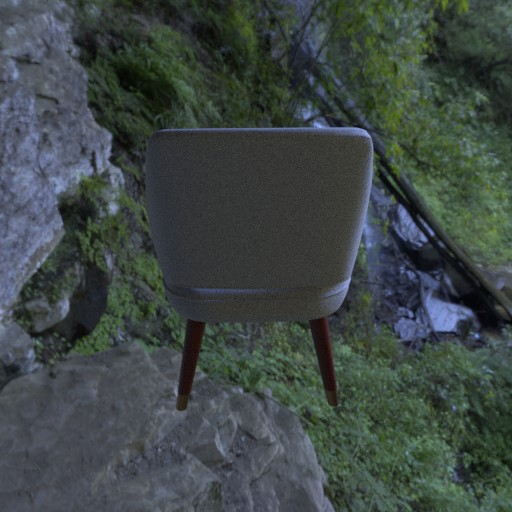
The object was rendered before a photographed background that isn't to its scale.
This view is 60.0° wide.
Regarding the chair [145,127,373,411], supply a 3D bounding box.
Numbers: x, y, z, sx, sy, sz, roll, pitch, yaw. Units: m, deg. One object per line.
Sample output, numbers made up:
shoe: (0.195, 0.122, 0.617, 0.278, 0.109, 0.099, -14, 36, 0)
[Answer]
chair: (0.000, 0.000, 1.305, 0.609, 0.889, 0.600, -1, 30, -2)
